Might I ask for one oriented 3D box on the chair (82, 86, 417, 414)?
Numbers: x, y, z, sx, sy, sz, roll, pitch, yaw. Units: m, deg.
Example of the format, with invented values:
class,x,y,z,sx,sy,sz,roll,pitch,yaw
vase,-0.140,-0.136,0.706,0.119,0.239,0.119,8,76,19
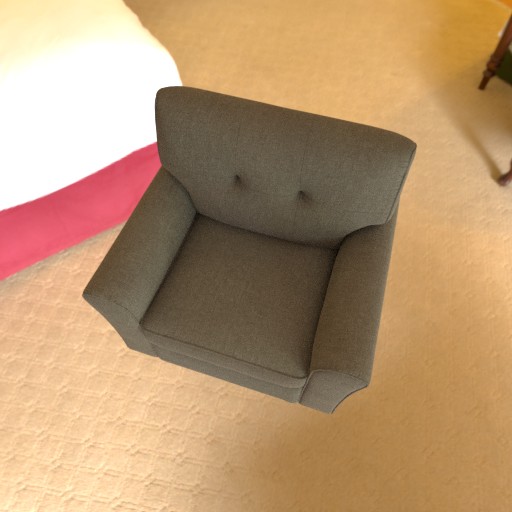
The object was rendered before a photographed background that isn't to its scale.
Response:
class,x,y,z,sx,sy,sz,roll,pitch,yaw
chair,0.000,0.000,1.640,0.941,0.890,0.816,15,60,9
